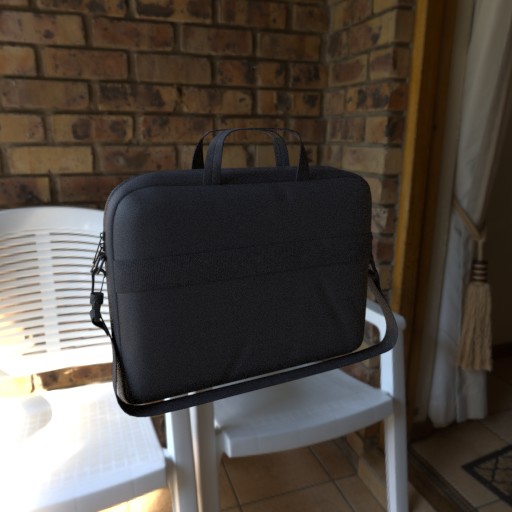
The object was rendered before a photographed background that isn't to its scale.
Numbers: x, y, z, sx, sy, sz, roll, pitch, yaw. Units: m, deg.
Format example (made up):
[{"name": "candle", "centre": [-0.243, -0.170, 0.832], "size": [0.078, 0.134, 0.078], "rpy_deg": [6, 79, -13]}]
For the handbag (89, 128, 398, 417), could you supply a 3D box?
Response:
[{"name": "handbag", "centre": [0.000, 0.000, 0.442], "size": [0.320, 0.244, 0.089], "rpy_deg": [-7, 17, -25]}]
